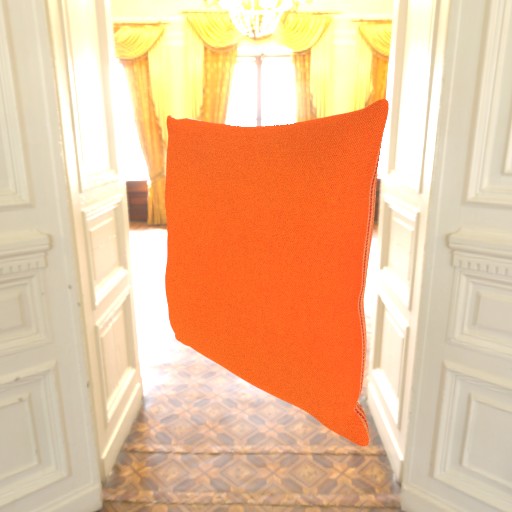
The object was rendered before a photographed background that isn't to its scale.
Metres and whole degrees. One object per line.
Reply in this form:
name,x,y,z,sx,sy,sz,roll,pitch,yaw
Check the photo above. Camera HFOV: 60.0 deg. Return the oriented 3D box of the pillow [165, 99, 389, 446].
pillow,0.000,0.000,0.687,0.182,0.441,0.440,-15,21,-43
